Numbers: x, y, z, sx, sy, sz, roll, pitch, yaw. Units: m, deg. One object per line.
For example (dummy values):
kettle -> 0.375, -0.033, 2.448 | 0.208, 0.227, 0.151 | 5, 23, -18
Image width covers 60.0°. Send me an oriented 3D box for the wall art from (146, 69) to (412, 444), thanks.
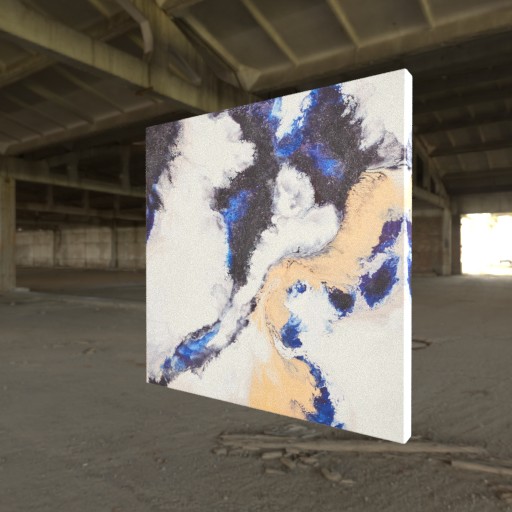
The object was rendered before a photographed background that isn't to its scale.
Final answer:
wall art -> 0.000, 0.000, 0.902 | 0.609, 0.609, 0.039 | 0, 1, 34
